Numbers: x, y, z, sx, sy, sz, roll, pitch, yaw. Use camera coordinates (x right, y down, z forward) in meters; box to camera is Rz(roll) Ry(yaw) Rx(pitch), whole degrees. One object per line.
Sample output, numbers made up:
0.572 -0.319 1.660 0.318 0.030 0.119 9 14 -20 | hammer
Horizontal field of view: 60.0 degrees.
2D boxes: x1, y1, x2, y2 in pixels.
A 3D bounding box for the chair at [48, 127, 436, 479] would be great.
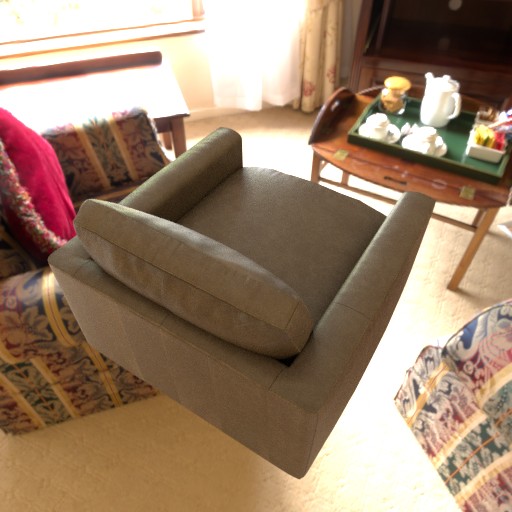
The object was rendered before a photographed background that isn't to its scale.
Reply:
0.000 0.000 1.765 1.106 0.807 1.080 24 51 22 | chair
